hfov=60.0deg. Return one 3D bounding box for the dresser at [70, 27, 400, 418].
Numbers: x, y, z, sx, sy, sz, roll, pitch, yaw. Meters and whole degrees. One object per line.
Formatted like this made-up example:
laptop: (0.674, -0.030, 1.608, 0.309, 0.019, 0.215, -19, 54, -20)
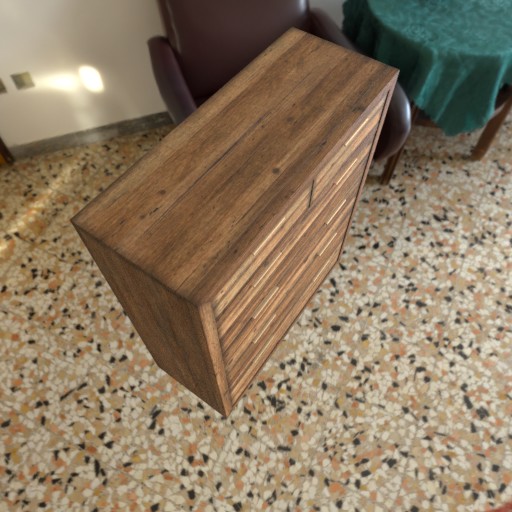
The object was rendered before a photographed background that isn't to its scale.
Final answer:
dresser: (0.000, 0.000, 1.897, 0.438, 1.359, 1.067, 31, 63, 18)
